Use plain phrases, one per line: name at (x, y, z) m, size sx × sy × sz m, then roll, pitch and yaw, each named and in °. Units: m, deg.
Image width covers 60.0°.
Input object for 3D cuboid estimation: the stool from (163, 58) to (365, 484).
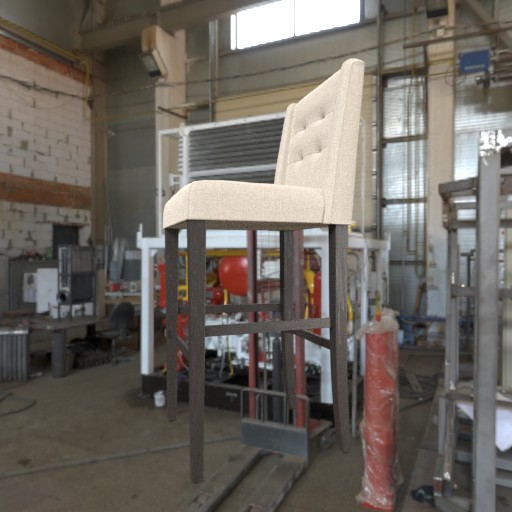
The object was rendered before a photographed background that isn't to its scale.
stool at (0.000, 0.000, 1.366) m, size 0.509 × 1.116 × 0.474 m, roll 0°, pitch 1°, yaw -19°
